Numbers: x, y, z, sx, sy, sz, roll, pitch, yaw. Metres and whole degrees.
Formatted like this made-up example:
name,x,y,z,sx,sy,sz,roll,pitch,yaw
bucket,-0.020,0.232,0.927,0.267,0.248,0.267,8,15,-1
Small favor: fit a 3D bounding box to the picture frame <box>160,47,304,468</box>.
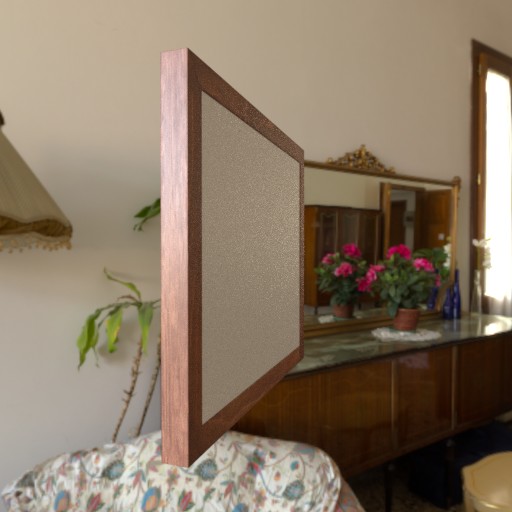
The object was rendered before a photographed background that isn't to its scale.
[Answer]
name,x,y,z,sx,sy,sz,roll,pitch,yaw
picture frame,0.000,0.000,0.531,0.025,0.330,0.381,0,1,20
